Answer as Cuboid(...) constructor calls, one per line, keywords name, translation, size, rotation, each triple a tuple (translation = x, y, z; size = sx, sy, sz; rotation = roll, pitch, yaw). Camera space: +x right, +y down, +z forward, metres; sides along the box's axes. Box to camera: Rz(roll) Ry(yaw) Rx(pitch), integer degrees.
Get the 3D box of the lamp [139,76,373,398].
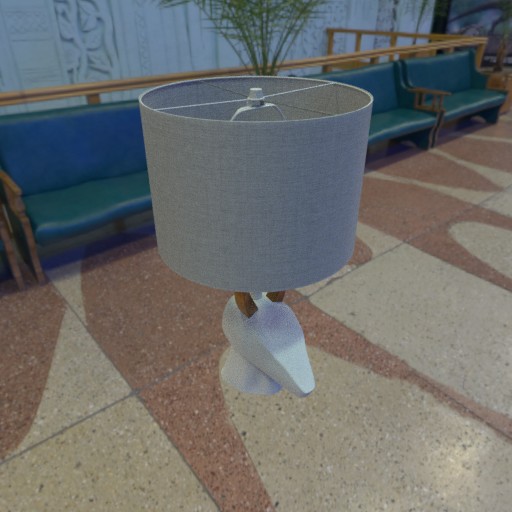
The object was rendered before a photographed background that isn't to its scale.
Cuboid(name="lamp", translation=(0.000, 0.000, 0.703), size=(0.298, 0.503, 0.298), rotation=(-21, 37, -32))
